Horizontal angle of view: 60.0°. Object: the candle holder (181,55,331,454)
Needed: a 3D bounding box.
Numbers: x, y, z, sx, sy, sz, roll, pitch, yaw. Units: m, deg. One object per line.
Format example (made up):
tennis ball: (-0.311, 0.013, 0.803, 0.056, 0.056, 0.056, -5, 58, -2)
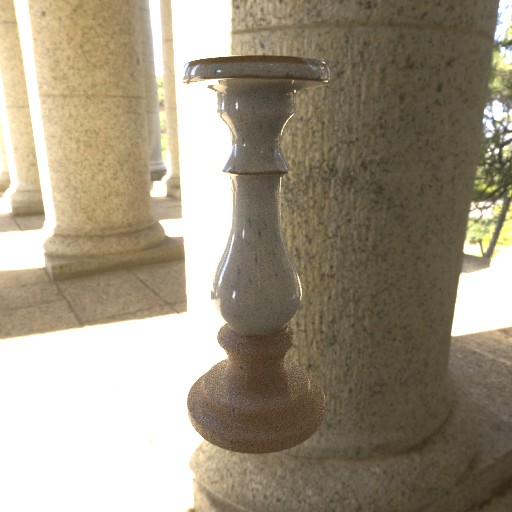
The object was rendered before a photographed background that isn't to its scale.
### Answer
candle holder: (0.000, 0.000, 0.255, 0.088, 0.203, 0.088, 0, 17, 0)
